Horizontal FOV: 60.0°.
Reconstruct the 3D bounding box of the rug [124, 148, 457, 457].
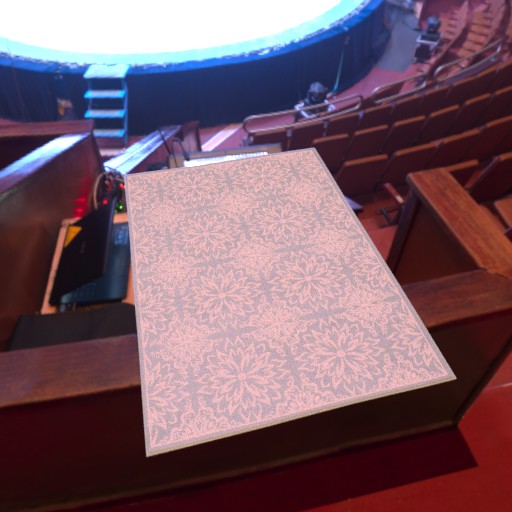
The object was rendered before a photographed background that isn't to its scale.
[{"bbox_3d":[0.000,0.000,2.889,1.589,0.014,2.205,-10,47,-10],"label":"rug"}]
